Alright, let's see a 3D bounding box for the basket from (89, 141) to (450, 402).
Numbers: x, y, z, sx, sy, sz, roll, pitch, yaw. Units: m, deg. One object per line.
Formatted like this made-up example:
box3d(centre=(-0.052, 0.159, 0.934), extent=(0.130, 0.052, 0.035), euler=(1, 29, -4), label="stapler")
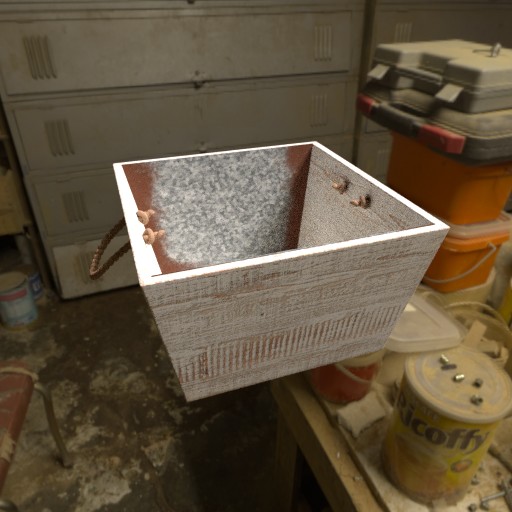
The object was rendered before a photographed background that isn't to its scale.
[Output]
box3d(centre=(0.000, 0.000, 0.772), extent=(0.545, 0.247, 0.413), euler=(-10, 33, -16), label="basket")
